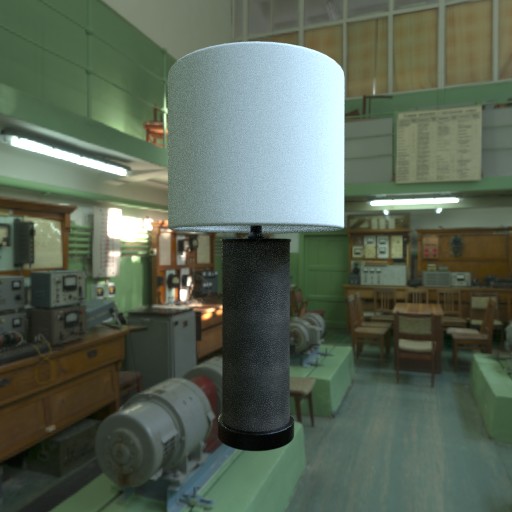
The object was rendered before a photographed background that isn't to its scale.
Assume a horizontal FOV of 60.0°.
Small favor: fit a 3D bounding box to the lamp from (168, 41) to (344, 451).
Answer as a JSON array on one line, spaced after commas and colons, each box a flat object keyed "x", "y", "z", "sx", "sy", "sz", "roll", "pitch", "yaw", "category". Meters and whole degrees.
[{"x": 0.000, "y": 0.000, "z": 0.784, "sx": 0.305, "sy": 0.634, "sz": 0.305, "roll": 0, "pitch": 1, "yaw": 18, "category": "lamp"}]
